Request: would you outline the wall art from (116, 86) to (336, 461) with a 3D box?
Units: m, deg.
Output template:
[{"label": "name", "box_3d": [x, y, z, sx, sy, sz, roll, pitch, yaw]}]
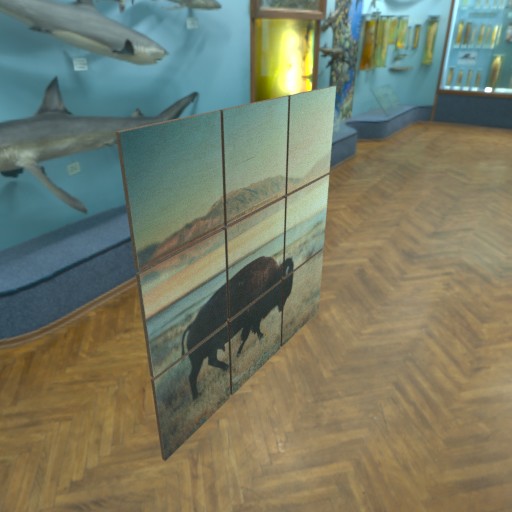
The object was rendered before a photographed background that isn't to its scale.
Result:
[{"label": "wall art", "box_3d": [0.000, 0.000, 1.366, 0.018, 0.904, 0.906, 18, 32, 31]}]
